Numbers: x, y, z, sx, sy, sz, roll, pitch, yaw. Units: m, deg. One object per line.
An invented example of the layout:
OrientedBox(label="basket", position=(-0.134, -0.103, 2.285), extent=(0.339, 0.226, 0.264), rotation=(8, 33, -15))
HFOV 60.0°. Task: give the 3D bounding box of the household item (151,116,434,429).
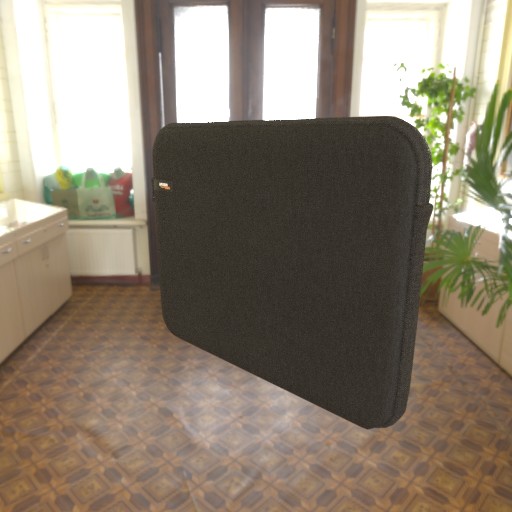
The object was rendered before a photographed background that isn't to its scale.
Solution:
OrientedBox(label="household item", position=(0.000, 0.000, 0.520), extent=(0.396, 0.305, 0.030), rotation=(14, 20, 41))
